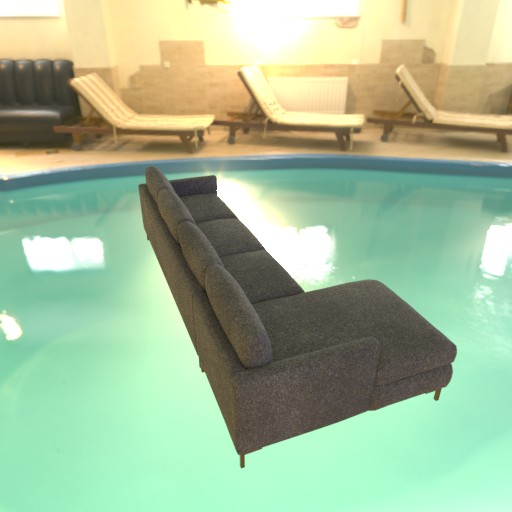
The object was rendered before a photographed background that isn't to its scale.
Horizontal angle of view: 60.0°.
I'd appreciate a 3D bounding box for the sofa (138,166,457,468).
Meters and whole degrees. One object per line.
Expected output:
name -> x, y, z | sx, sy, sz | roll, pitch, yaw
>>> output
sofa -> 0.000, 0.000, 3.475 | 1.350, 0.810, 2.932 | -11, 31, -19
